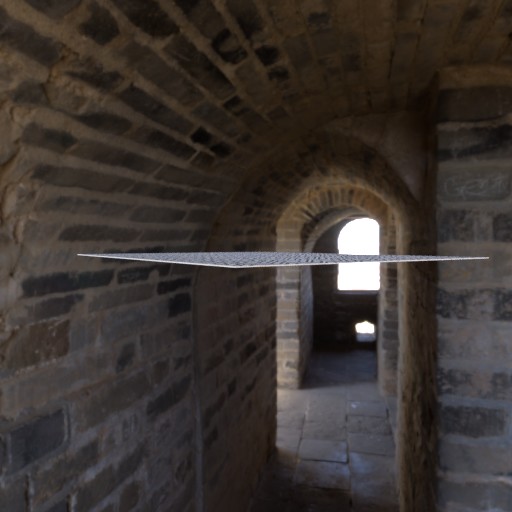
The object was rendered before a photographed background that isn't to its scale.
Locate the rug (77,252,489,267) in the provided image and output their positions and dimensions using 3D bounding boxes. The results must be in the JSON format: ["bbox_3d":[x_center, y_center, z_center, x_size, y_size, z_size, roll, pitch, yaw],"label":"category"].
[{"bbox_3d":[0.000,0.000,4.093,2.421,0.008,3.045,-1,2,-35],"label":"rug"}]
